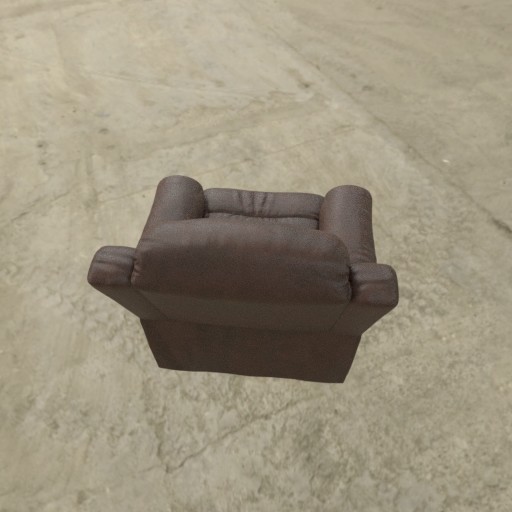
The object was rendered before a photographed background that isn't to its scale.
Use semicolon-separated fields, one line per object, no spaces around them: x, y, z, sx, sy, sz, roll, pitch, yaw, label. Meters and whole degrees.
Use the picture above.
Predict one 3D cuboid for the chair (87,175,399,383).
0.000;0.000;1.251;0.680;0.702;0.707;4;47;4;chair
